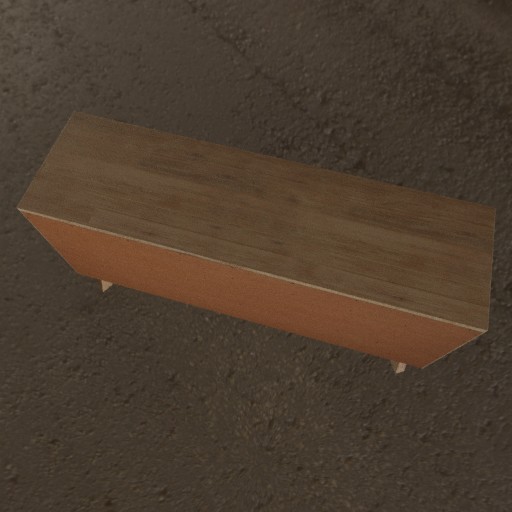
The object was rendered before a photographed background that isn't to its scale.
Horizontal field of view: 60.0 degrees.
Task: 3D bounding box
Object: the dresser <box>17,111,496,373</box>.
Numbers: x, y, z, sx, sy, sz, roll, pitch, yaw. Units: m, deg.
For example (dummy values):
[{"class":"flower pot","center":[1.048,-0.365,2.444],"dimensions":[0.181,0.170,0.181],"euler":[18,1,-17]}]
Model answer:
[{"class":"dresser","center":[0.000,0.000,1.896],"dimensions":[1.602,0.788,0.455],"euler":[14,66,7]}]
